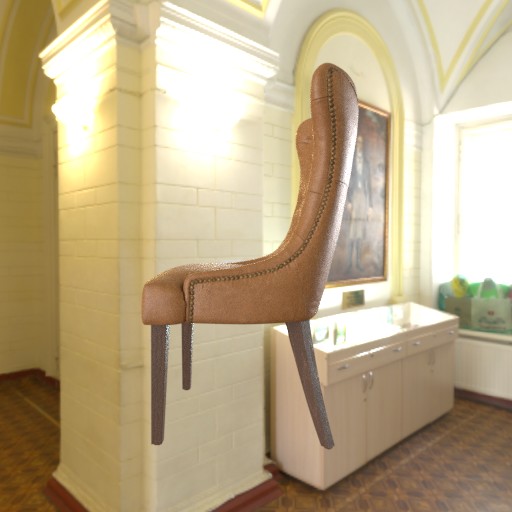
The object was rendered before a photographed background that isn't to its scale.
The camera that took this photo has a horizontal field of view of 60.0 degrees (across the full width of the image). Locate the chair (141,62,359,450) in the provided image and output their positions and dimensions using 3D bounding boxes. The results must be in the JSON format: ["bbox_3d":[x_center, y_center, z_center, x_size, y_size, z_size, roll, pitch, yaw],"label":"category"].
[{"bbox_3d":[0.000,0.000,1.491,0.669,1.065,0.611,0,1,1],"label":"chair"}]
